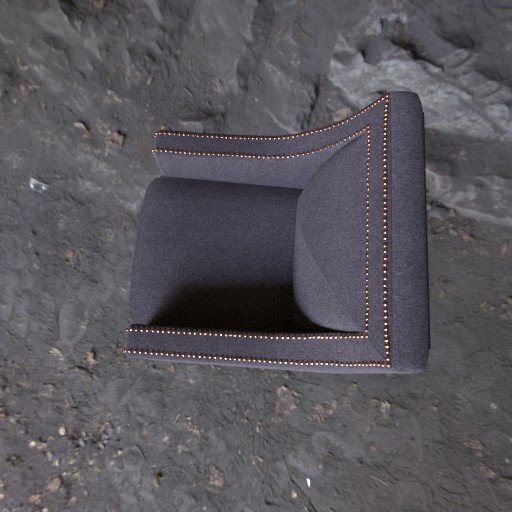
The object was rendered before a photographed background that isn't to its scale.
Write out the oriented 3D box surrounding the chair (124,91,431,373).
[{"bbox_3d":[0.000,0.000,1.601,0.884,0.967,0.776,4,75,1],"label":"chair"}]
